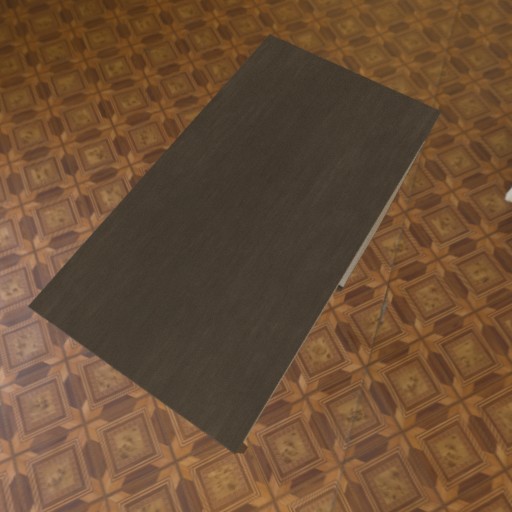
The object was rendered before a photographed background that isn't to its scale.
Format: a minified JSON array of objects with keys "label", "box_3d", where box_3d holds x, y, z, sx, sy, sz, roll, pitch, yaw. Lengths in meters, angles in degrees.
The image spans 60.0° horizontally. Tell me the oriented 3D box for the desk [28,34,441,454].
[{"label":"desk","box_3d":[0.000,0.000,1.529,0.600,0.750,1.100,30,69,13]}]
